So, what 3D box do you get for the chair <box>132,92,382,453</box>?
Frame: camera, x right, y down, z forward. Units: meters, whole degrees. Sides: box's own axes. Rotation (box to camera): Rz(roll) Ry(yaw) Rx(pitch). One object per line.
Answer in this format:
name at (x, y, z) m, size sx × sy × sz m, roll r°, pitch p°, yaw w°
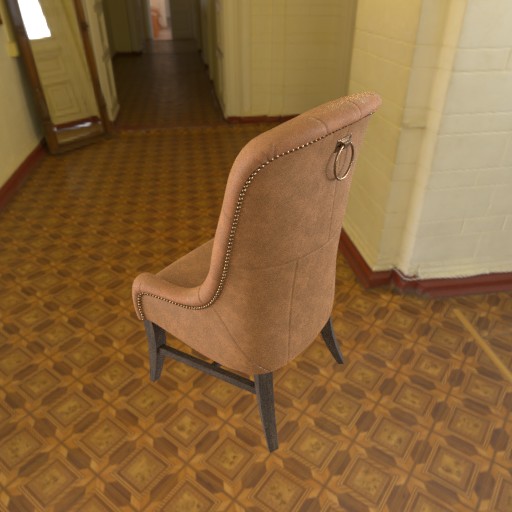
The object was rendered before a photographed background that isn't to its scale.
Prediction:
chair at (0.000, 0.000, 1.505) m, size 0.629 × 1.091 × 0.634 m, roll 21°, pitch 38°, yaw 30°
